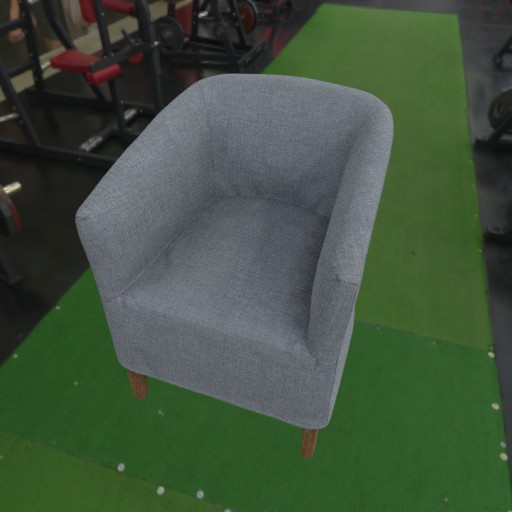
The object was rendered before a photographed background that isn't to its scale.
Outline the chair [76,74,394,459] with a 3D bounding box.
[{"bbox_3d":[0.000,0.000,1.233,0.600,0.771,0.668,13,43,15],"label":"chair"}]
